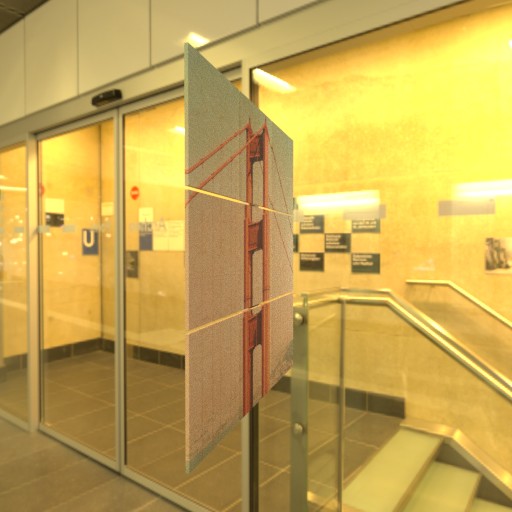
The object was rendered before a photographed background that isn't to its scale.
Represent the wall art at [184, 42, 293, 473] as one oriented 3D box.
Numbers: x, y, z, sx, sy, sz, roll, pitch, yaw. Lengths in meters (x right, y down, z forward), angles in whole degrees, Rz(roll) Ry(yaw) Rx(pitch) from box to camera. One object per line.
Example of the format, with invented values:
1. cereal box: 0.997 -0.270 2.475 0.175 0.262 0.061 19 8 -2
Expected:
1. wall art: 0.000 0.000 1.828 0.013 1.219 1.214 0 1 19
